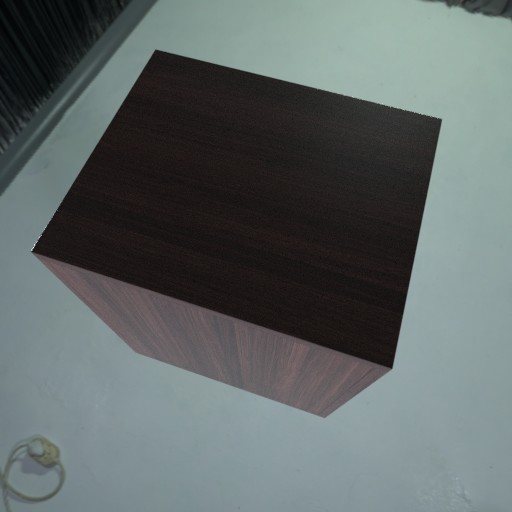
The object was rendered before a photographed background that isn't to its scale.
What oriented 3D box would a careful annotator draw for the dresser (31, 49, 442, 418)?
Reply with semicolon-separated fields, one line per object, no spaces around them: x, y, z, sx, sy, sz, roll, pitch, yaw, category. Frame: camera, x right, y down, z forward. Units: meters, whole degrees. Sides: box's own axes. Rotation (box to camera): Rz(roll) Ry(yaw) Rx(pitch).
0.000;0.000;0.743;0.400;0.470;0.360;17;66;8;dresser
